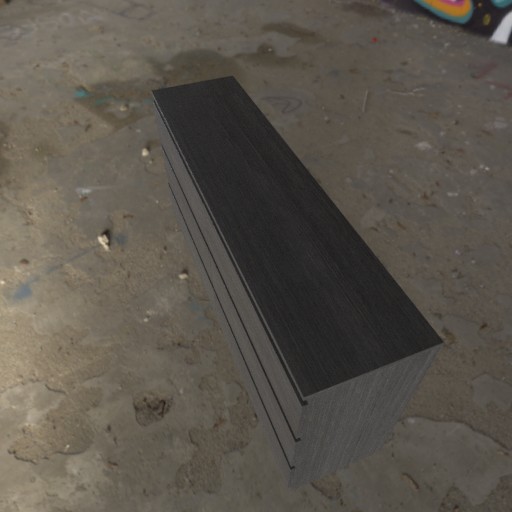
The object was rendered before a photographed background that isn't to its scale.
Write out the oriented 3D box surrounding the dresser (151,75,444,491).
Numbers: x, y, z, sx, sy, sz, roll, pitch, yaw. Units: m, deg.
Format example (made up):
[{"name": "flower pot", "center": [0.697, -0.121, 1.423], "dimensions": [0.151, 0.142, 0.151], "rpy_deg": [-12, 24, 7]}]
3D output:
[{"name": "dresser", "center": [0.000, 0.000, 1.875], "dimensions": [0.400, 0.795, 1.590], "rpy_deg": [-17, 50, -15]}]
